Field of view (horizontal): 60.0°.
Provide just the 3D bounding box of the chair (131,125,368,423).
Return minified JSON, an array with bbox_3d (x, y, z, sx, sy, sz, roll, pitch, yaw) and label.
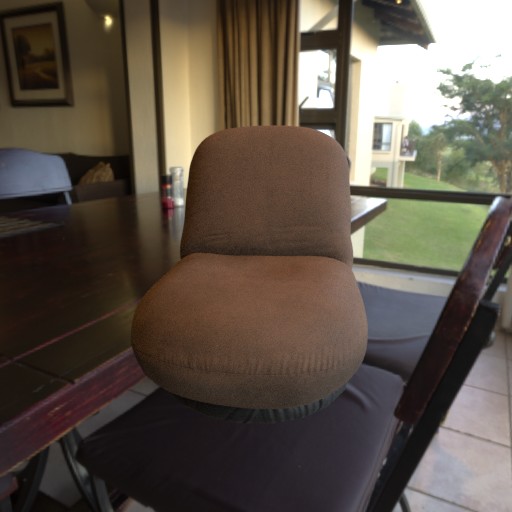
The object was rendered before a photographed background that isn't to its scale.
[{"bbox_3d":[0.000,0.000,1.043,0.521,0.594,0.597,2,16,8],"label":"chair"}]
